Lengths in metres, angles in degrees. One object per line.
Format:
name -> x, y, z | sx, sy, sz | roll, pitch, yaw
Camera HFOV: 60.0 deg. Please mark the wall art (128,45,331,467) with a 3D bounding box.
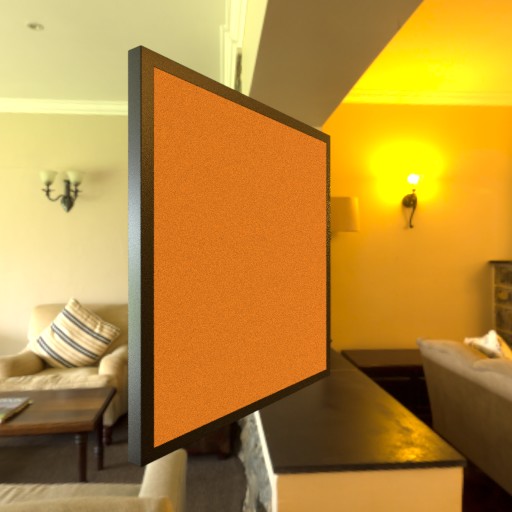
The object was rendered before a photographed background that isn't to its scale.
wall art -> 0.000, 0.000, 1.113 | 0.038, 0.761, 0.755 | 0, 0, 36
